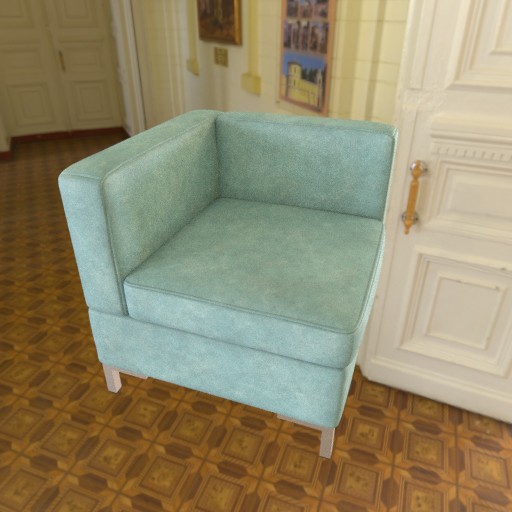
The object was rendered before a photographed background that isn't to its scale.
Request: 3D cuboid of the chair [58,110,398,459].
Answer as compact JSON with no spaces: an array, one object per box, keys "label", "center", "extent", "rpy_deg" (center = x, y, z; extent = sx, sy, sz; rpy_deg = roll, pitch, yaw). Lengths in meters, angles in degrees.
[{"label":"chair","center":[0.000,0.000,1.255],"extent":[0.684,0.660,0.691],"rpy_deg":[10,32,17]}]
